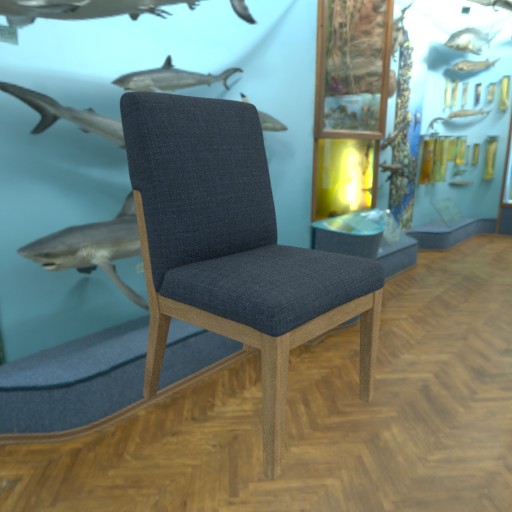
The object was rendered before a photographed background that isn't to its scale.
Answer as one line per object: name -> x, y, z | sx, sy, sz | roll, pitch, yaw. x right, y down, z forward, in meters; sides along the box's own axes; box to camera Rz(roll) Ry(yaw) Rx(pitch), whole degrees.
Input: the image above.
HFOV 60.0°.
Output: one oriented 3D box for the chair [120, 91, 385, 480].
chair -> 0.000, 0.000, 1.282 | 0.586, 0.911, 0.507 | 13, 19, 41
